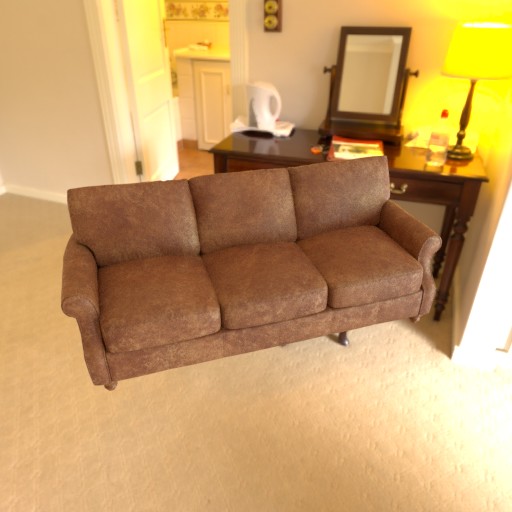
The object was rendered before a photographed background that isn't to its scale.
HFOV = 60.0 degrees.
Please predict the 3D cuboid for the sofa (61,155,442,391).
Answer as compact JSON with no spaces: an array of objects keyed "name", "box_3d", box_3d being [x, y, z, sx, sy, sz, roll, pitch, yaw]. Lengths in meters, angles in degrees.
[{"name":"sofa","box_3d":[0.000,0.000,2.912,2.351,0.977,0.973,-9,32,-15]}]
